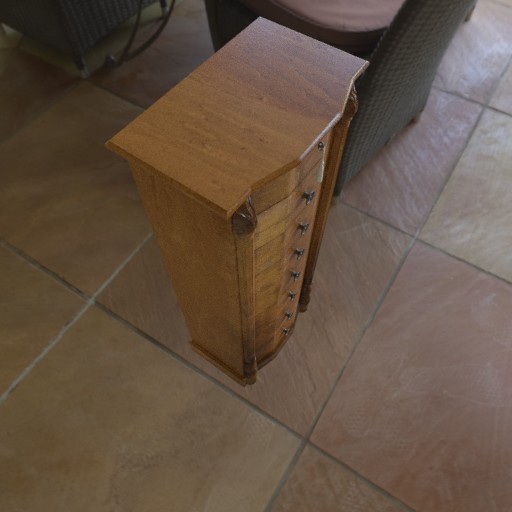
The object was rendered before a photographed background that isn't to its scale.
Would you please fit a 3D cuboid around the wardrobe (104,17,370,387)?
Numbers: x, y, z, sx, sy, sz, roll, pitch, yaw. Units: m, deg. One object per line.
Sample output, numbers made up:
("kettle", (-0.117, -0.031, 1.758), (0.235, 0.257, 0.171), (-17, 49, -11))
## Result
("wardrobe", (0.000, 0.000, 1.120), (0.273, 0.959, 0.406), (32, 64, 17))
